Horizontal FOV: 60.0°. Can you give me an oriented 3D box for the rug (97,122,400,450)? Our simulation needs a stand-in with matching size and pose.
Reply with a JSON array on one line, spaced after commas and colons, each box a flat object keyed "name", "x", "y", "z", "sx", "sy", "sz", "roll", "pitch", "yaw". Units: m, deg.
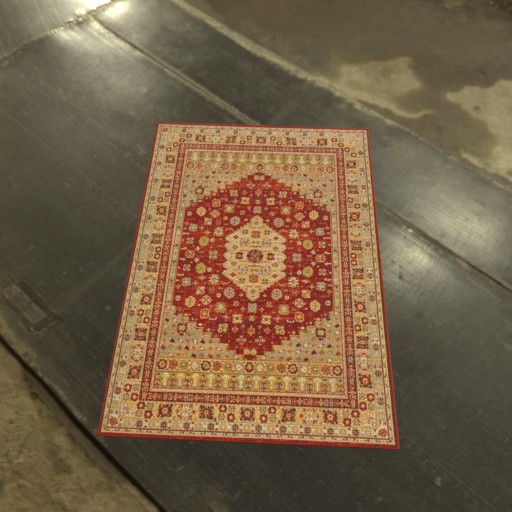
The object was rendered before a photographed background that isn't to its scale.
[{"name": "rug", "x": 0.000, "y": 0.000, "z": 2.835, "sx": 1.593, "sy": 0.013, "sz": 2.211, "roll": 2, "pitch": 63, "yaw": 1}]
